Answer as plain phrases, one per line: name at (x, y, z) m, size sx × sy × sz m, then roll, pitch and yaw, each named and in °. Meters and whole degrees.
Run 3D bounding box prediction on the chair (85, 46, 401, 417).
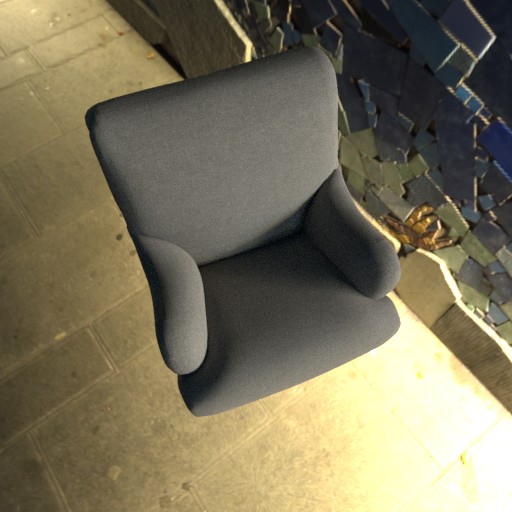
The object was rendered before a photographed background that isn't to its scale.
chair at (0.000, 0.000, 1.502) m, size 0.766 × 0.942 × 0.843 m, roll -20°, pitch 64°, yaw -10°
